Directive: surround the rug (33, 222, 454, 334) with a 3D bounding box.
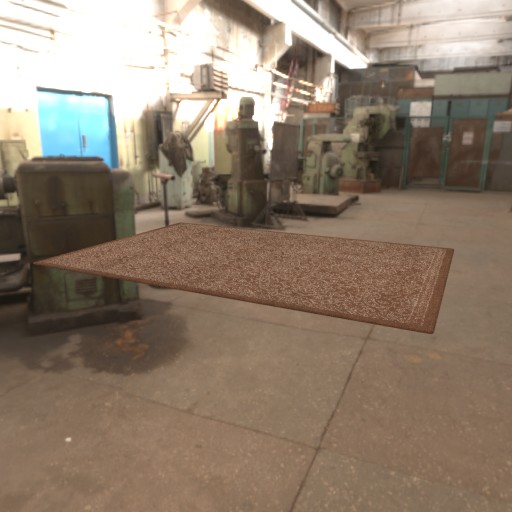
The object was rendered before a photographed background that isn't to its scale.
[{"bbox_3d":[0.000,0.000,2.295,1.829,0.010,1.219,7,16,25],"label":"rug"}]
